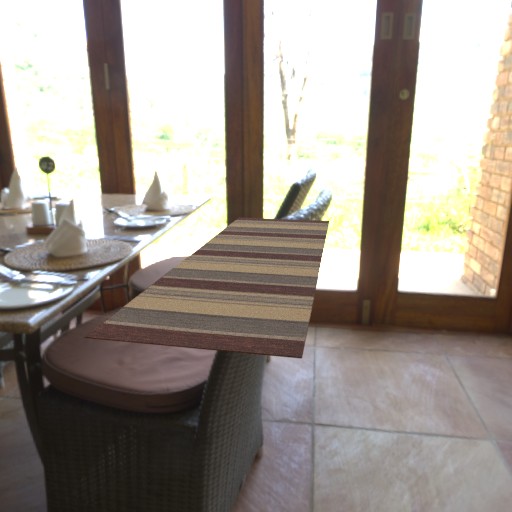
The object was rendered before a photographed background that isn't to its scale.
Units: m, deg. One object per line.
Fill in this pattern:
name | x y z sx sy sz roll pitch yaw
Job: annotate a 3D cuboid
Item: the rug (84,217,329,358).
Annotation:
rug | 0.000 0.000 2.686 0.792 0.006 2.437 3 16 11
